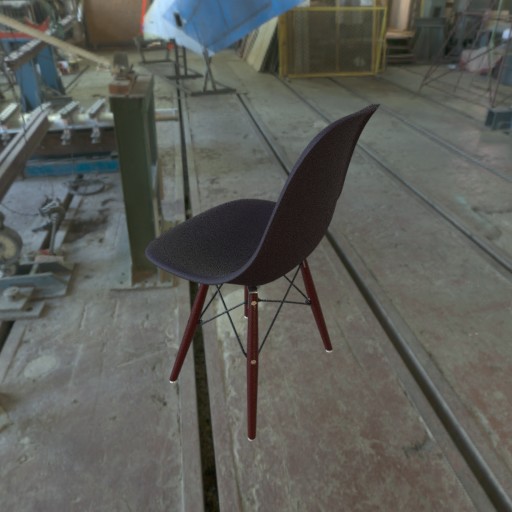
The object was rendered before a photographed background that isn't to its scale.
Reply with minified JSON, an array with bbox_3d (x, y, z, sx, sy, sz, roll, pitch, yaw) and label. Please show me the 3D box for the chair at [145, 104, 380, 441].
[{"bbox_3d":[0.000,0.000,1.182,0.533,0.826,0.470,20,36,30],"label":"chair"}]
